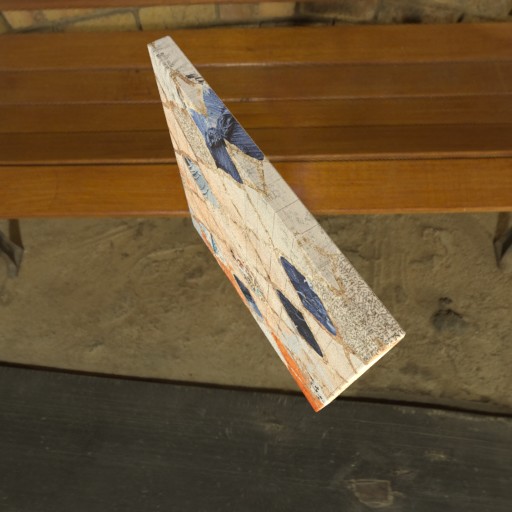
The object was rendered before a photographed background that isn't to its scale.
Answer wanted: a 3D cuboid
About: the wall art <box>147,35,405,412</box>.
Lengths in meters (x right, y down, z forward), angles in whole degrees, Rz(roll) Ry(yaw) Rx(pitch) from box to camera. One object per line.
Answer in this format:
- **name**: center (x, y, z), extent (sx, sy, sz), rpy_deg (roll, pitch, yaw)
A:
- **wall art**: center (0.000, 0.000, 0.751), extent (0.038, 0.508, 0.507), rpy_deg (-30, 68, -13)
